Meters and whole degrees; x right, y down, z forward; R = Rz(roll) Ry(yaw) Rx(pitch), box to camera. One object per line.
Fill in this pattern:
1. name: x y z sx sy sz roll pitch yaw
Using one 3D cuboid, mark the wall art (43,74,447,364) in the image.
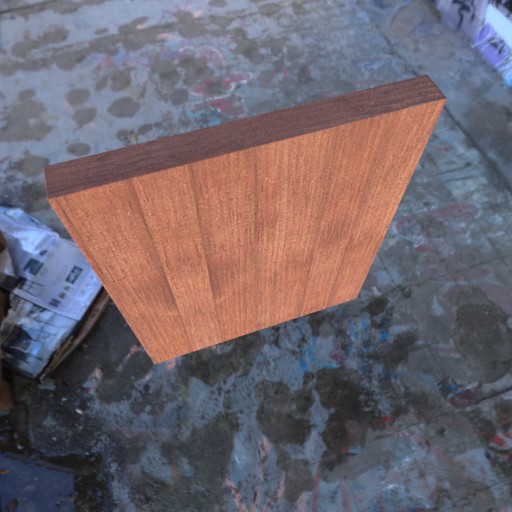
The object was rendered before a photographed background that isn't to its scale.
1. wall art: 0.000 0.000 0.600 0.377 0.449 0.039 -17 61 -10
